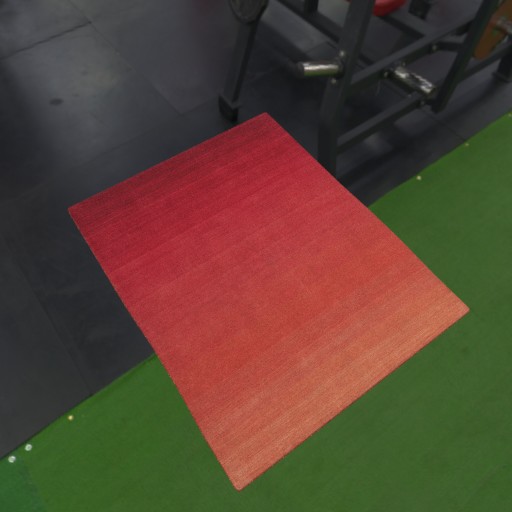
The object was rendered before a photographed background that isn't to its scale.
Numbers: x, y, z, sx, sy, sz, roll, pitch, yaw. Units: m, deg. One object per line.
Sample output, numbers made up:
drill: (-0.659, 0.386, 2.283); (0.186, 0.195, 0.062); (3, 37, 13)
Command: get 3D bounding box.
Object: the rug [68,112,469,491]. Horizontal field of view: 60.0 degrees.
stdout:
rug: (0.000, 0.000, 3.935); (2.340, 0.028, 2.905); (-31, 64, -17)
